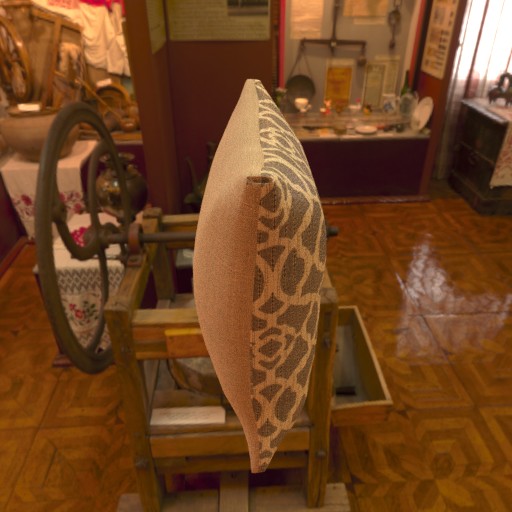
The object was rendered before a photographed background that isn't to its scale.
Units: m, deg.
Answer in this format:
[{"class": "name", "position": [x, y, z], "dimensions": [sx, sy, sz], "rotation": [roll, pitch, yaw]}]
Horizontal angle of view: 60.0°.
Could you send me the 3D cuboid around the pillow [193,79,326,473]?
[{"class": "pillow", "position": [0.000, 0.000, 0.782], "dimensions": [0.215, 0.498, 0.508], "rotation": [-1, 32, -1]}]
